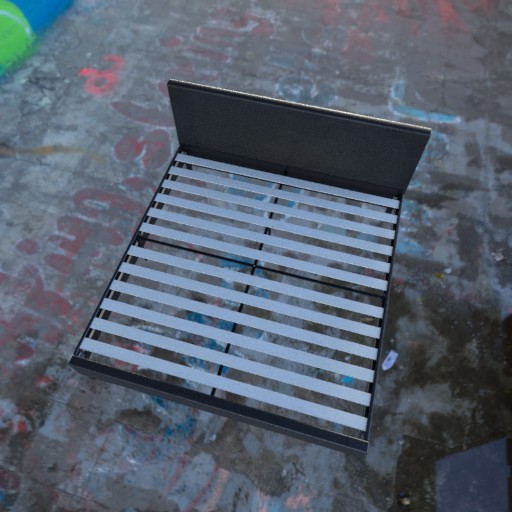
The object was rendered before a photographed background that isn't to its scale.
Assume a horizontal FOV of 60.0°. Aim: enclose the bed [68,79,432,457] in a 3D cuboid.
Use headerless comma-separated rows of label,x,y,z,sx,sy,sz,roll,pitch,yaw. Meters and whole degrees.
bed,0.000,0.000,3.234,2.018,1.046,2.152,14,60,8
